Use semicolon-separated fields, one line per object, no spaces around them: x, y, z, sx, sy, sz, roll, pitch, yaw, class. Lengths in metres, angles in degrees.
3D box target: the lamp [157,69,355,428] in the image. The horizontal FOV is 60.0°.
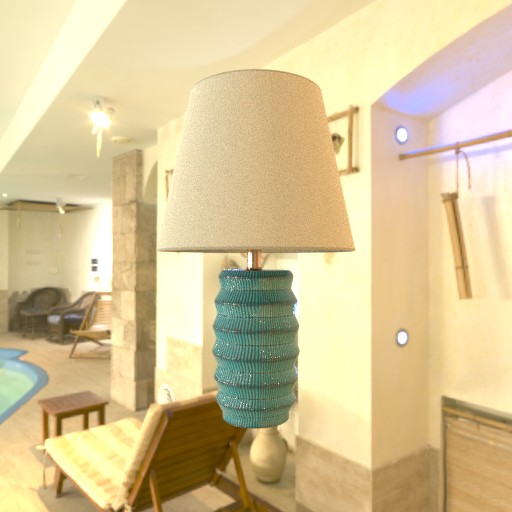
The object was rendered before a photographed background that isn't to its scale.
0.000;0.000;0.808;0.355;0.582;0.355;0;-1;0;lamp
